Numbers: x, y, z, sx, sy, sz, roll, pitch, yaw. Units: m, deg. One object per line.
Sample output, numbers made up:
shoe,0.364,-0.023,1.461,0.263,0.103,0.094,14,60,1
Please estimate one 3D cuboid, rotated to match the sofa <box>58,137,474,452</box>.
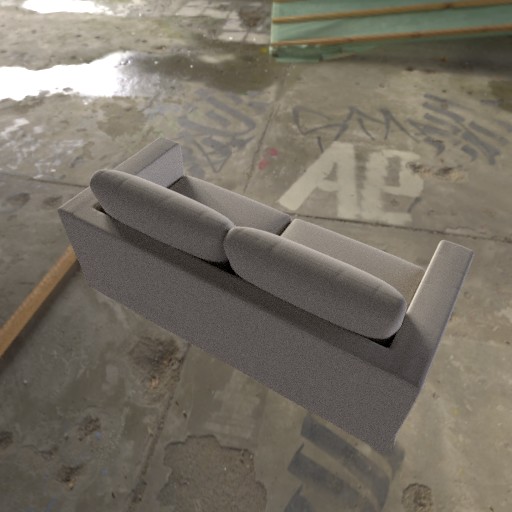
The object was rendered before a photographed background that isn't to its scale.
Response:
sofa,0.000,0.000,2.586,2.163,0.881,0.954,24,51,21
